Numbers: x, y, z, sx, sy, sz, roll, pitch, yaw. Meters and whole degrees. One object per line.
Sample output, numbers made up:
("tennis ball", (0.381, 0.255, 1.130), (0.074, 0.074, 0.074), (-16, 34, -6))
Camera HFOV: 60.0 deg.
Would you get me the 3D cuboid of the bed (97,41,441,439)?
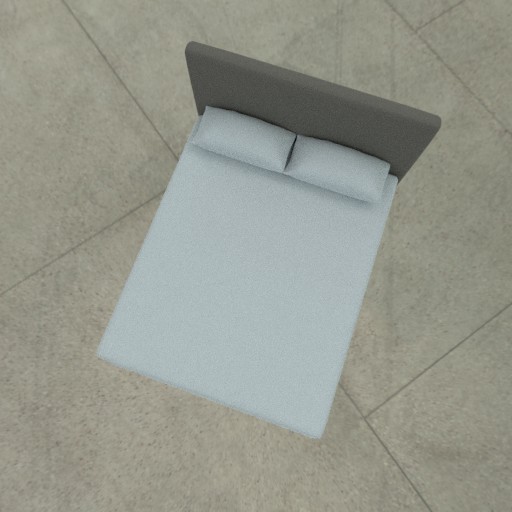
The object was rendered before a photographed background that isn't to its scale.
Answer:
("bed", (0.000, 0.000, 3.154), (1.748, 1.330, 2.142), (19, 77, 5))
